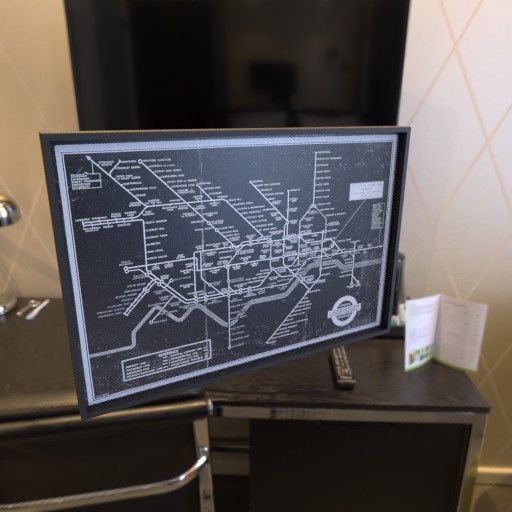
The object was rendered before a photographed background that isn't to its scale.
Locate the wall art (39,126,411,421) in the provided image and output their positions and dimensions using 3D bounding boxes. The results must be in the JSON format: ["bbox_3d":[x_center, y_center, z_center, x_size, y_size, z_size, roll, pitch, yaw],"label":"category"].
[{"bbox_3d":[0.000,0.000,0.826,0.671,0.456,0.051,-9,20,-26],"label":"wall art"}]
